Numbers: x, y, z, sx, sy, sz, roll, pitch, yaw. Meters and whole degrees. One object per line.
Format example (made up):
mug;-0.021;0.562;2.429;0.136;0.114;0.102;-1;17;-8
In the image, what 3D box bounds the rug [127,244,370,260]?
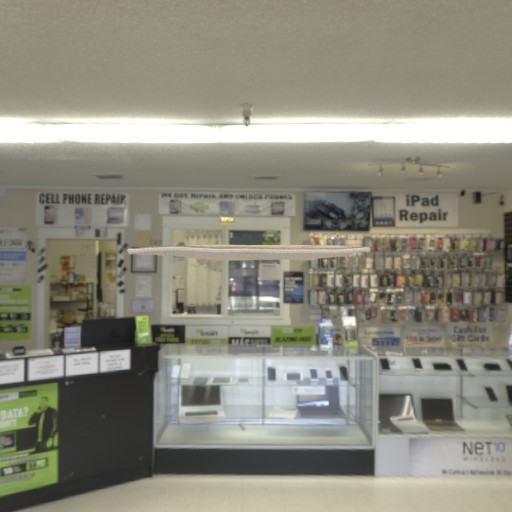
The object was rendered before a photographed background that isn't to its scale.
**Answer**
rug;0.000;0.000;2.687;0.831;0.036;2.381;0;-1;1
